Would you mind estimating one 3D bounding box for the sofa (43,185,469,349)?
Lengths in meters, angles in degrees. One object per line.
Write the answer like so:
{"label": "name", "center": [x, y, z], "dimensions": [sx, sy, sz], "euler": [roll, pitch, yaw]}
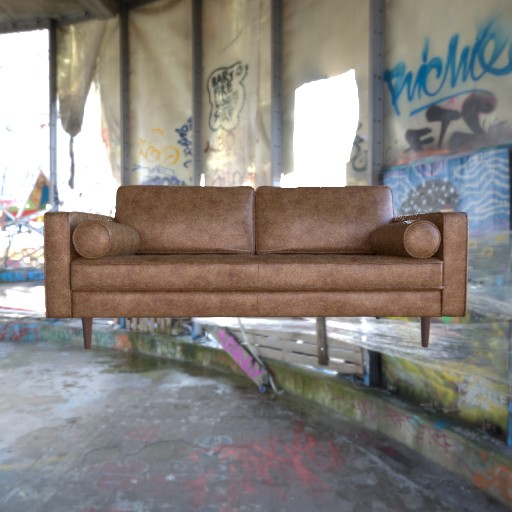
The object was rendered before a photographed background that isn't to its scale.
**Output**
{"label": "sofa", "center": [0.000, 0.000, 2.412], "dimensions": [1.920, 0.825, 0.924], "euler": [0, 2, -1]}
